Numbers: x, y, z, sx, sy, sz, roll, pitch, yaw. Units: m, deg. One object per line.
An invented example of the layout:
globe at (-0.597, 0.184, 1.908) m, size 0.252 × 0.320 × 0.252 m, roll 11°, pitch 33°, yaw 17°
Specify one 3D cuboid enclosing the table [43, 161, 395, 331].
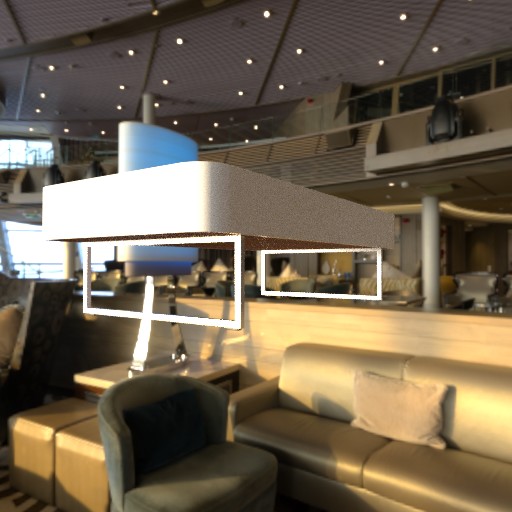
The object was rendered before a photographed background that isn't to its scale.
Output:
table at (0.000, 0.000, 1.485) m, size 0.600 × 0.340 × 1.200 m, roll -1°, pitch -1°, yaw 34°
